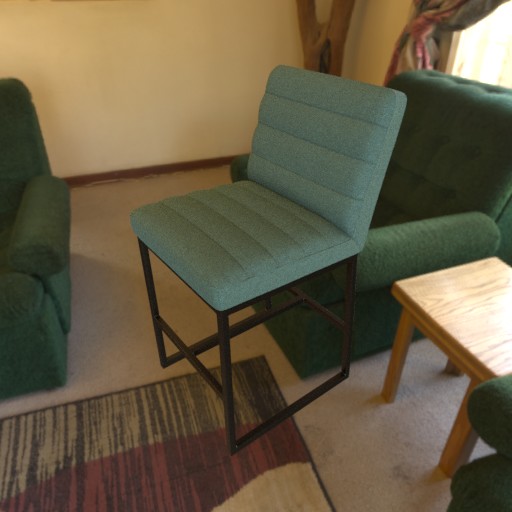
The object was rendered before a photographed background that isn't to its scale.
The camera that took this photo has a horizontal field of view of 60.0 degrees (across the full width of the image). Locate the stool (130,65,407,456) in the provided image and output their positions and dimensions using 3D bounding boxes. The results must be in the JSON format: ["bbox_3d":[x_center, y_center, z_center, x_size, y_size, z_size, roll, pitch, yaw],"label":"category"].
[{"bbox_3d":[0.000,0.000,1.287,0.560,0.940,0.460,-22,39,-31],"label":"stool"}]
